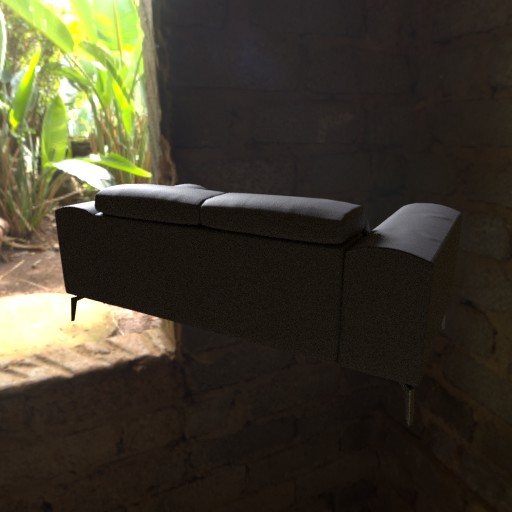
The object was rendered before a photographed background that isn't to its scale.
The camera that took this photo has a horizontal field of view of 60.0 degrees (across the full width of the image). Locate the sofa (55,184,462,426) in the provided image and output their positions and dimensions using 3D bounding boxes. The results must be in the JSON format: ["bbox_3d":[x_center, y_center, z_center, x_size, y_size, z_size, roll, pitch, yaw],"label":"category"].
[{"bbox_3d":[0.000,0.000,2.346,1.895,0.779,1.003,9,19,28],"label":"sofa"}]
